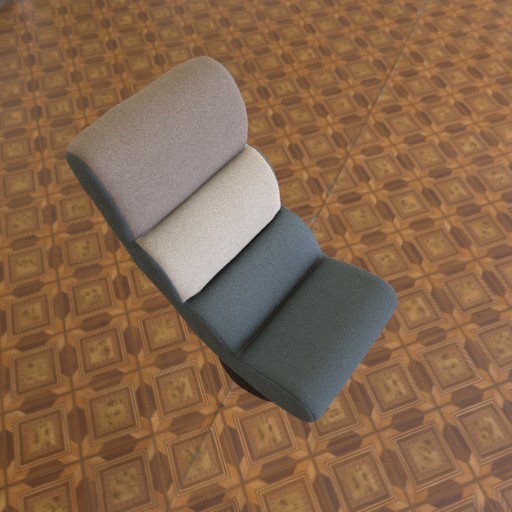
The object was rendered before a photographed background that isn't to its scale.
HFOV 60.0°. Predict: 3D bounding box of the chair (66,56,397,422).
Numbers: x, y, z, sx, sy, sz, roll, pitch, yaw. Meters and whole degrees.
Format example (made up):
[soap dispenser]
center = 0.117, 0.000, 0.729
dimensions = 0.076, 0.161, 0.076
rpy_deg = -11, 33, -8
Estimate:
[chair]
center = 0.000, 0.000, 1.063
dimensions = 0.661, 0.641, 0.420
rpy_deg = 34, 64, 19
